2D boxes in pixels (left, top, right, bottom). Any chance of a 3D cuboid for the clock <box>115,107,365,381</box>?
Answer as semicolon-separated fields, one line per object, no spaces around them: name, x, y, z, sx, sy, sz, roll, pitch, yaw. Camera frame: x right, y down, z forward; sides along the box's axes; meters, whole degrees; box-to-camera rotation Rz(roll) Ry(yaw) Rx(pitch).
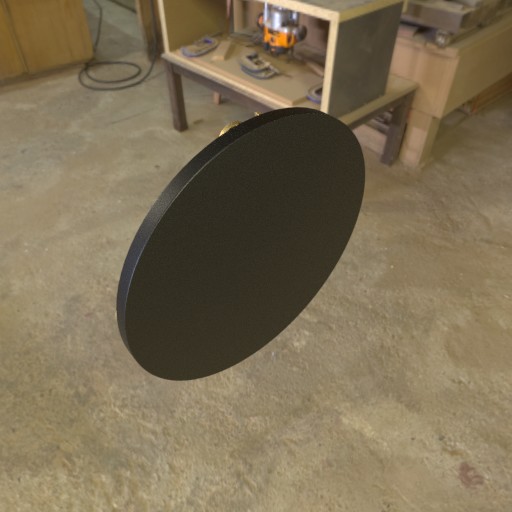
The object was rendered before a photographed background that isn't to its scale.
clock;0.000;0.000;0.672;0.454;0.454;0.038;-31;53;-27
